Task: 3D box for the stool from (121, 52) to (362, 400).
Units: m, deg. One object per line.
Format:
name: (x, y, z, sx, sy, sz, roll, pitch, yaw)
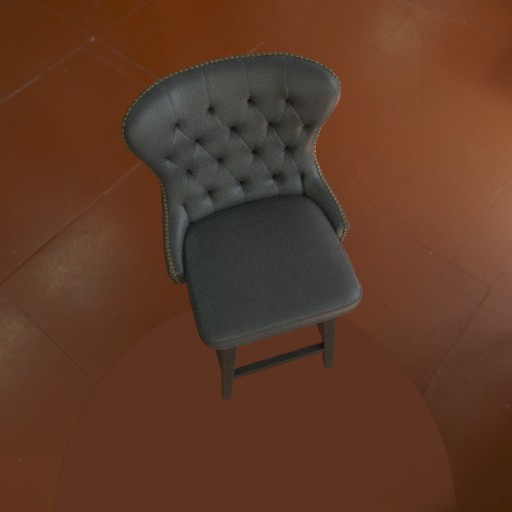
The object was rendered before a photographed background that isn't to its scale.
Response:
stool: (0.000, 0.000, 1.336, 0.528, 0.971, 0.593, -15, 64, -7)
